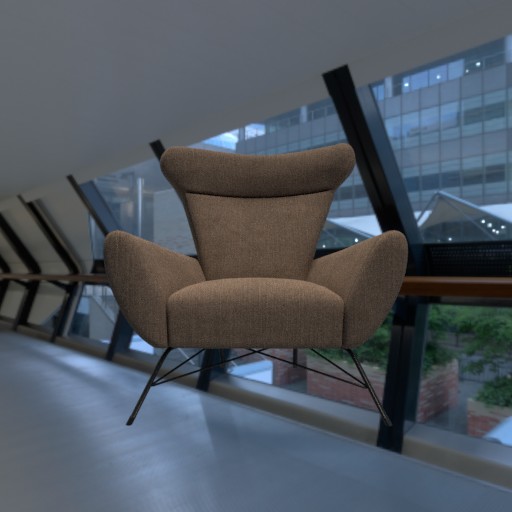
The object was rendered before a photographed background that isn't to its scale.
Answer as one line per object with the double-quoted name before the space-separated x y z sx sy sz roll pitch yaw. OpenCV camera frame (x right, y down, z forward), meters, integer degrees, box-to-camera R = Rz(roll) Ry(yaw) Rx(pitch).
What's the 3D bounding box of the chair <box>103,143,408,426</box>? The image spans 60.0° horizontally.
"chair" 0.000 0.000 1.796 0.980 1.040 0.900 0 -1 0
